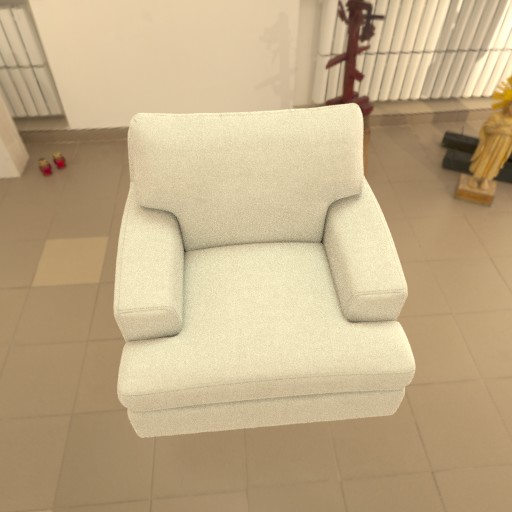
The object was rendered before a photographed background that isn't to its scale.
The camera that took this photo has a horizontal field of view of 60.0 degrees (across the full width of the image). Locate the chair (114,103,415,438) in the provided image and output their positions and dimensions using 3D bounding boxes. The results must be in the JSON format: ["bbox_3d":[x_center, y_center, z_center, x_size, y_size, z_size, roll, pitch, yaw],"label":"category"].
[{"bbox_3d":[0.000,0.000,1.899,1.140,0.930,1.158,-4,47,-4],"label":"chair"}]
